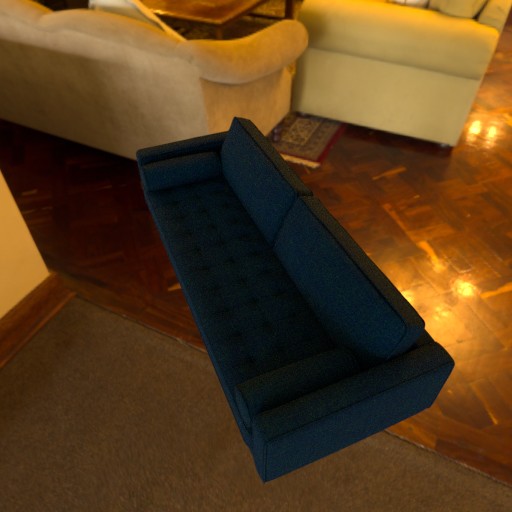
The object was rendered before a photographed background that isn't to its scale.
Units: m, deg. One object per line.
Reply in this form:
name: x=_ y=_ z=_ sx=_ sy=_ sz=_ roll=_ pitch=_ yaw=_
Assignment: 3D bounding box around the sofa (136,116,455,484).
sofa: x=0.000 y=0.000 z=2.586 sx=0.914 sy=0.762 sz=2.210 roll=-17 pitch=47 yaw=-16
